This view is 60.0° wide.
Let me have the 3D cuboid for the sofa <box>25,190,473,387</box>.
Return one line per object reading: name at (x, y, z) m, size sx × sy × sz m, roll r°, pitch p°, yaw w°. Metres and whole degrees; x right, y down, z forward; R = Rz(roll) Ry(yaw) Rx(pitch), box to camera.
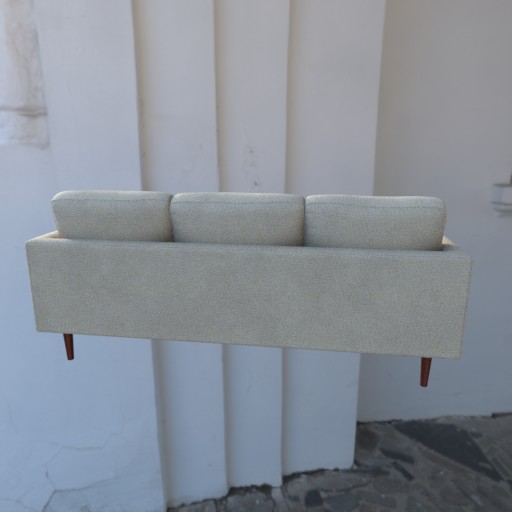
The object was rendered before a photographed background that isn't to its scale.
sofa at (0.000, 0.000, 2.917) m, size 2.233 × 0.956 × 1.504 m, roll 2°, pitch 15°, yaw 8°
